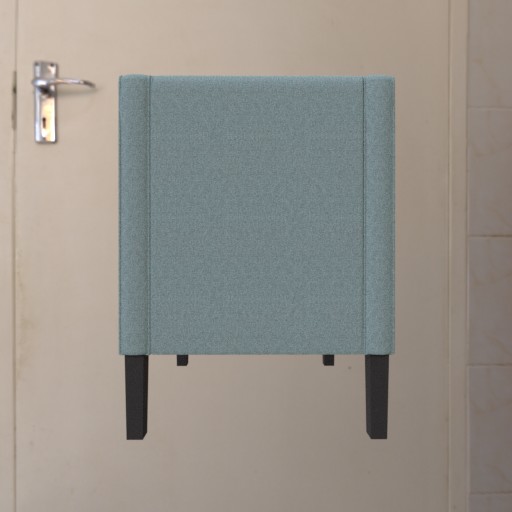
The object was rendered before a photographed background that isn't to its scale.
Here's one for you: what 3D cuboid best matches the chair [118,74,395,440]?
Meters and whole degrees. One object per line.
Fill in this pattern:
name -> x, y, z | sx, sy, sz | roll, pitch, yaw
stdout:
chair -> 0.000, 0.000, 1.857 | 0.857, 1.133, 1.025 | 0, 0, 0
